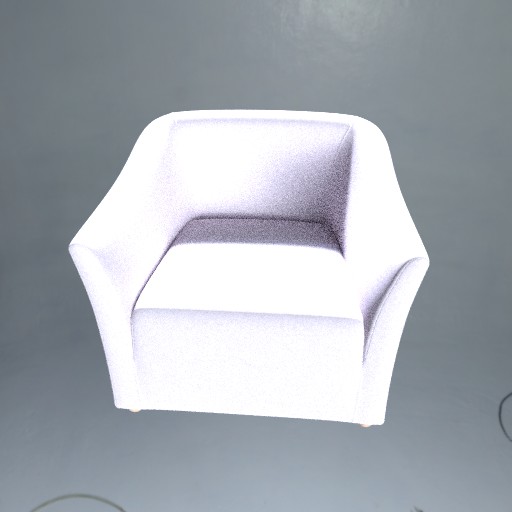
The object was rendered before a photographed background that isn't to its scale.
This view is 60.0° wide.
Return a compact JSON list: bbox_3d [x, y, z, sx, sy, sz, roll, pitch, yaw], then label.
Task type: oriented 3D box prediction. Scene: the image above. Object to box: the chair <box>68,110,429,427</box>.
[{"bbox_3d":[0.000,0.000,1.351,0.790,0.720,0.700,2,31,4],"label":"chair"}]
